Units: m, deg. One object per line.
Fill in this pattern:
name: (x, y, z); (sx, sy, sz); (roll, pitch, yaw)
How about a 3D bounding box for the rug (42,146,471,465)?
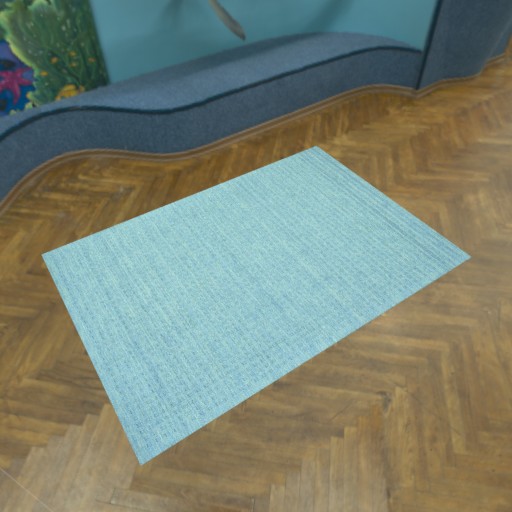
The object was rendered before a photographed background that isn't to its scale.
rug: (0.000, 0.000, 3.618); (2.895, 0.006, 1.982); (-26, 52, -23)
